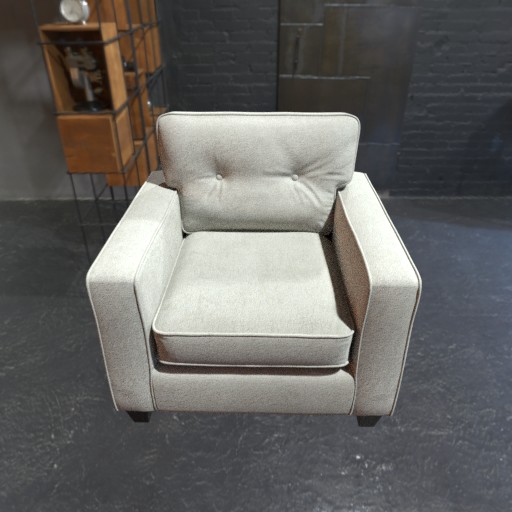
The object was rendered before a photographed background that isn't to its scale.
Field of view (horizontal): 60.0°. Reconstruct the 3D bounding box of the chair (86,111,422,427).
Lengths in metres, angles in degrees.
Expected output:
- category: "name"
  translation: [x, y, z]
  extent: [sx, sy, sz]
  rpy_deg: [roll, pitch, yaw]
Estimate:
- category: "chair"
  translation: [0.000, 0.000, 1.750]
  extent: [1.015, 0.965, 0.939]
  rpy_deg: [1, 31, 1]
